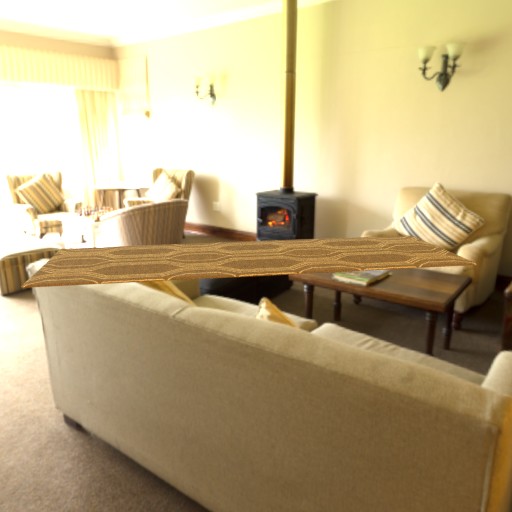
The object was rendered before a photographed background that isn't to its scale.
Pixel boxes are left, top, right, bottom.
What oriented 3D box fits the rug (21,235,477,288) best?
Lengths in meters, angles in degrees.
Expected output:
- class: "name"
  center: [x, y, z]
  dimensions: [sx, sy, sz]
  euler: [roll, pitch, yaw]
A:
- class: "rug"
  center: [0.000, 0.000, 2.732]
  dimensions: [2.464, 0.012, 0.773]
  euler: [-2, 15, -9]
